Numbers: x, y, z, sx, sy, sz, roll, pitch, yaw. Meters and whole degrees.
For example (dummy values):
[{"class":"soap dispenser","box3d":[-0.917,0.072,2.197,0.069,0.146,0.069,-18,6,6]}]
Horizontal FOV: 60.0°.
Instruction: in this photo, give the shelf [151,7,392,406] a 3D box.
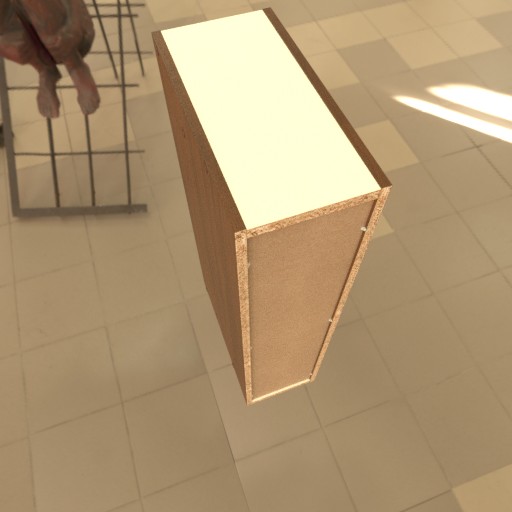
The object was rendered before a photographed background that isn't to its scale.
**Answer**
[{"class":"shelf","box3d":[0.000,0.000,0.695,0.147,0.600,0.290,-17,60,-10]}]
